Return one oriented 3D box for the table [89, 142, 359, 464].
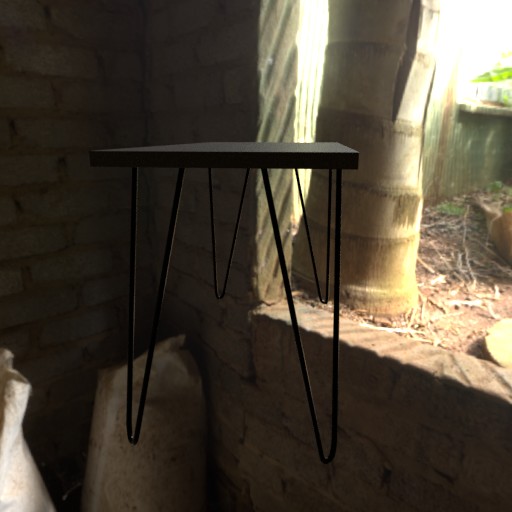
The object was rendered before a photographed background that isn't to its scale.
[{"bbox_3d":[0.000,0.000,1.362,0.499,0.660,0.991,2,15,8],"label":"table"}]
